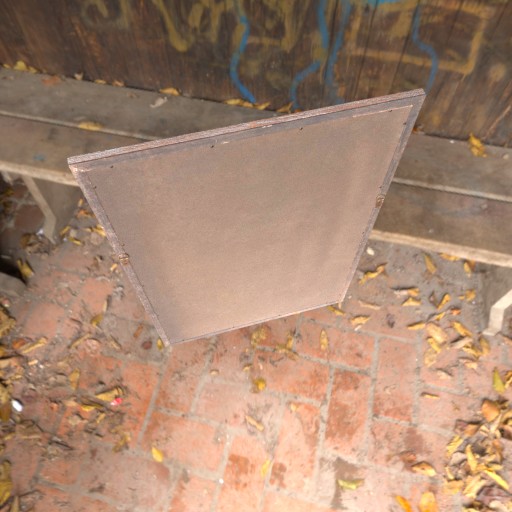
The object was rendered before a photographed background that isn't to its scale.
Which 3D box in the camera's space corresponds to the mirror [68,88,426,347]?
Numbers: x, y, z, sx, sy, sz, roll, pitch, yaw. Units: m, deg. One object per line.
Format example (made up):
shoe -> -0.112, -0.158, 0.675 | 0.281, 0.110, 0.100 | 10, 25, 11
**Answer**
mirror -> 0.000, 0.000, 1.276 | 0.705, 0.996, 0.025 | -13, 61, -8
